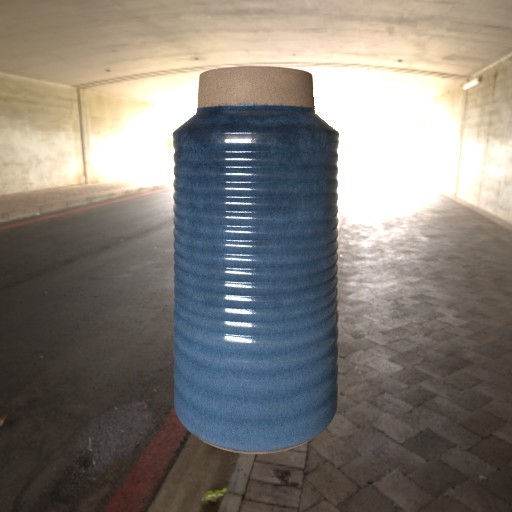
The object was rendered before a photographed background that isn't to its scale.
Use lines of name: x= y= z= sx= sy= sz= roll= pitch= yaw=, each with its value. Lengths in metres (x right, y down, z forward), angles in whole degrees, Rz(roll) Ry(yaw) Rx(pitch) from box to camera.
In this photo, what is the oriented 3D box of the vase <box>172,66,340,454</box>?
vase: x=0.000 y=0.000 z=0.415 sx=0.163 sy=0.316 sz=0.163 roll=0 pitch=14 yaw=0
